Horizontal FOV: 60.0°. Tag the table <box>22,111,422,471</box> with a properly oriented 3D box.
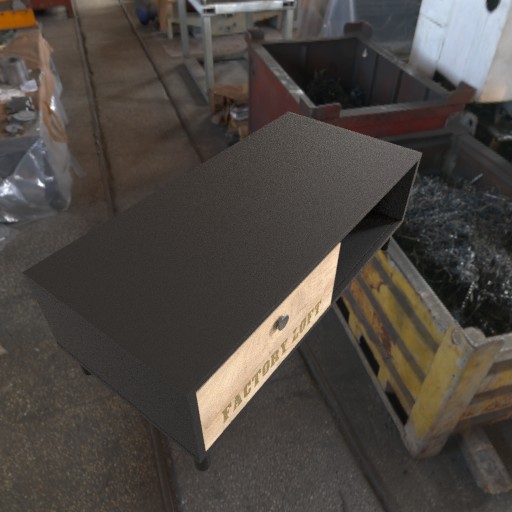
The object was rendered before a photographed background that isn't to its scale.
[{"bbox_3d":[0.000,0.000,1.367,0.550,0.400,1.100,27,48,27],"label":"table"}]
